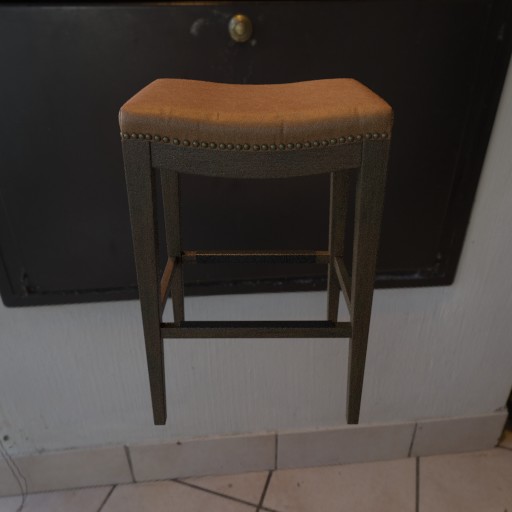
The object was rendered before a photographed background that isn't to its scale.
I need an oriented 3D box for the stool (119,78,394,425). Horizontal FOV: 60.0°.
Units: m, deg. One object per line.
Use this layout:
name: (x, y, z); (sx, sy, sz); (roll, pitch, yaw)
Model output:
stool: (0.000, 0.000, 1.059); (0.500, 0.759, 0.361); (0, 30, 0)
